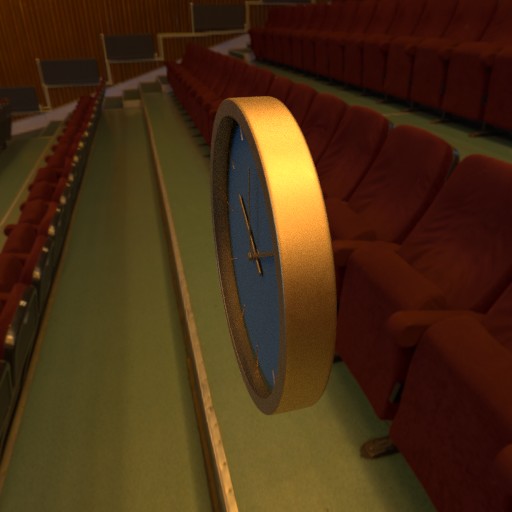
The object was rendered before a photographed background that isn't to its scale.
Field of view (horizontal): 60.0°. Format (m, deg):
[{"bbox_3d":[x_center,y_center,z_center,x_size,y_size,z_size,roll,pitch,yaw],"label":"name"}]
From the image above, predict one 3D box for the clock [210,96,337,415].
[{"bbox_3d":[0.000,0.000,0.464,0.040,0.314,0.314,-8,30,-13],"label":"clock"}]
